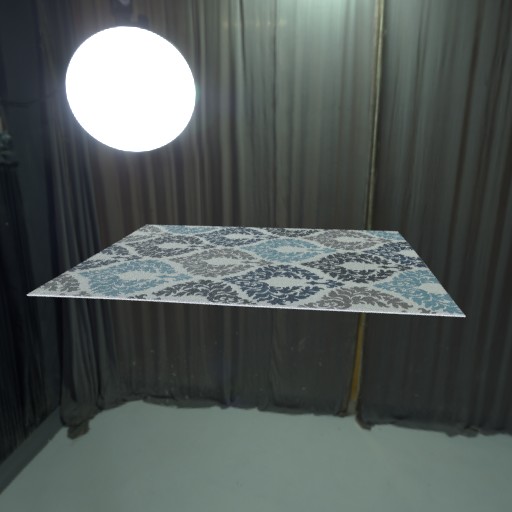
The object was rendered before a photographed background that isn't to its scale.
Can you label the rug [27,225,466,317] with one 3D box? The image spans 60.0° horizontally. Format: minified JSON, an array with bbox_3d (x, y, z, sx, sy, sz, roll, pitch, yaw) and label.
[{"bbox_3d":[0.000,0.000,4.175,3.040,0.014,2.423,2,16,7],"label":"rug"}]
